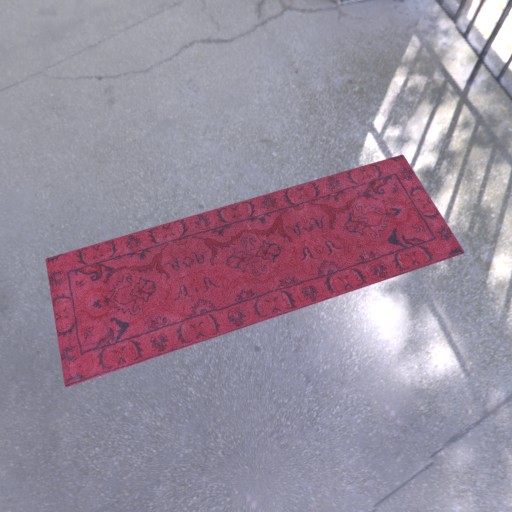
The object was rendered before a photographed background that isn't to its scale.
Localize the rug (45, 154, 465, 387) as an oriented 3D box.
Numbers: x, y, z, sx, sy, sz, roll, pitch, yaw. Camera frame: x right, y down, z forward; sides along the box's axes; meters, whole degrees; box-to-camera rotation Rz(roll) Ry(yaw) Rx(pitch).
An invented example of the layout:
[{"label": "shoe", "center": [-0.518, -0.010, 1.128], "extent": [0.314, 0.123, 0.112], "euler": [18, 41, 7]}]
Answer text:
[{"label": "rug", "center": [0.000, 0.000, 2.714], "extent": [2.439, 0.018, 0.813], "euler": [-17, 65, -9]}]
